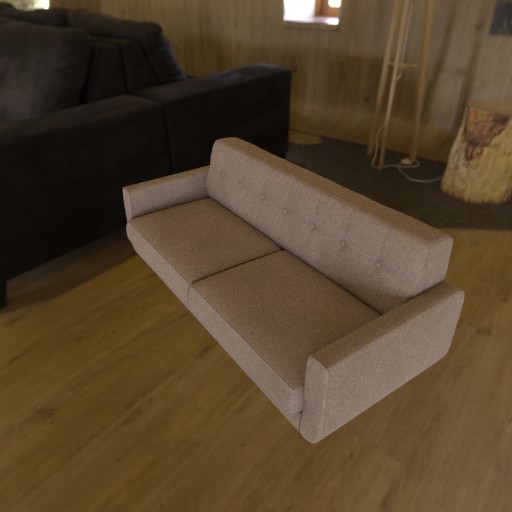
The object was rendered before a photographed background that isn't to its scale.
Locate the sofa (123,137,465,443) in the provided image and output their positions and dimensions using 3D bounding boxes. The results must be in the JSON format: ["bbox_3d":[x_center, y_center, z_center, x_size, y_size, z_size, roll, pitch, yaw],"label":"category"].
[{"bbox_3d":[0.000,0.000,2.559,0.909,0.841,2.029,-20,37,-29],"label":"sofa"}]
